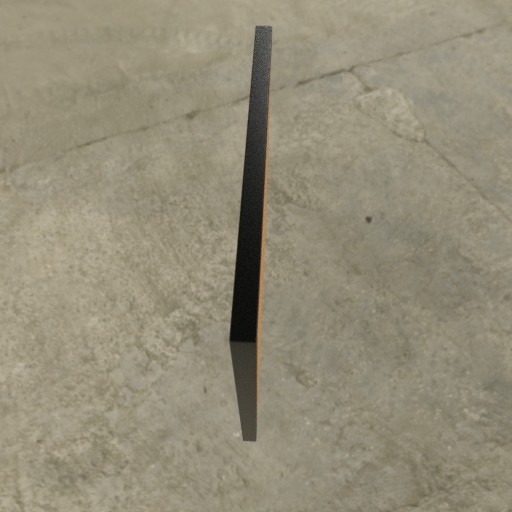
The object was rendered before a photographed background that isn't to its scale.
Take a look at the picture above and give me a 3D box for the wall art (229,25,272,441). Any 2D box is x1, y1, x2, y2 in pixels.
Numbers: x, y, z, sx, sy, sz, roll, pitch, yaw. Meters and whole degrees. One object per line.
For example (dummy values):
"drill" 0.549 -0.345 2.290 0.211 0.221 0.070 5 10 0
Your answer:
"wall art" 0.000 0.000 1.125 0.038 0.761 0.755 2 58 1
